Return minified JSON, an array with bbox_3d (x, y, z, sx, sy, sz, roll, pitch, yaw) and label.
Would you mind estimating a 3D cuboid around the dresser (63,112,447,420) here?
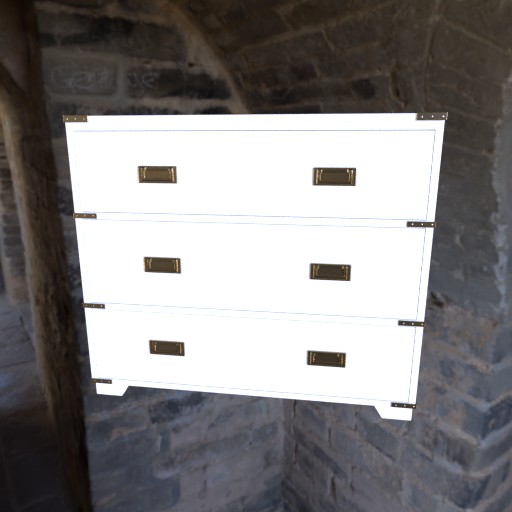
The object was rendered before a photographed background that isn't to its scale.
[{"bbox_3d":[0.000,0.000,1.497,1.022,0.891,0.460,2,15,8],"label":"dresser"}]
